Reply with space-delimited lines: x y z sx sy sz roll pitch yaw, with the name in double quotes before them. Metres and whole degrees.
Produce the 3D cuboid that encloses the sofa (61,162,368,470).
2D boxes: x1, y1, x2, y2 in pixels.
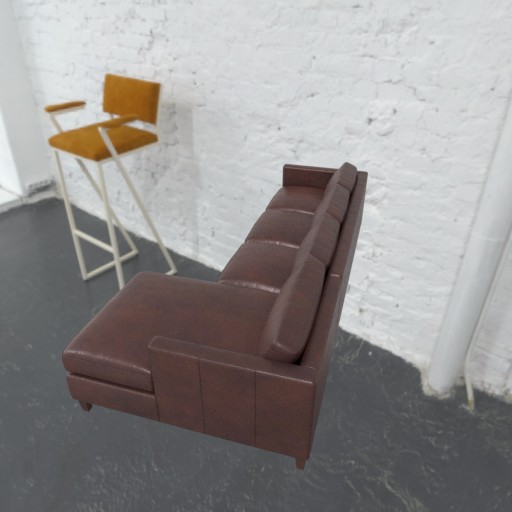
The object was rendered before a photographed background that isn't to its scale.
"sofa" 0.000 0.000 3.836 1.581 0.883 3.203 9 31 14
